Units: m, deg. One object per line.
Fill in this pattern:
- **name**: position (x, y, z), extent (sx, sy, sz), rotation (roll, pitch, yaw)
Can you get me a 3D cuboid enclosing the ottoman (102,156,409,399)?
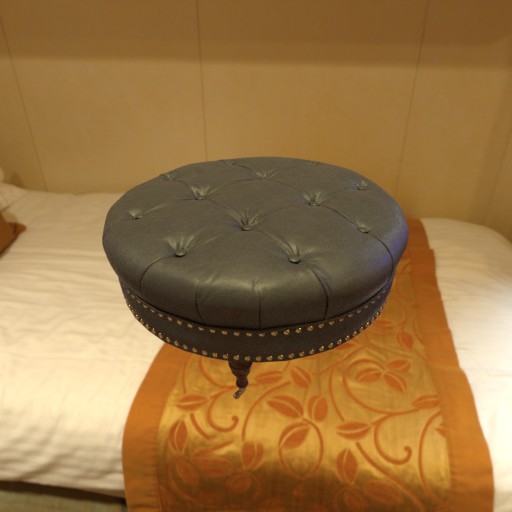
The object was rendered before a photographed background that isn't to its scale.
- **ottoman**: position (0.000, 0.000, 1.427), extent (0.901, 0.439, 0.901), rotation (0, 32, 0)
